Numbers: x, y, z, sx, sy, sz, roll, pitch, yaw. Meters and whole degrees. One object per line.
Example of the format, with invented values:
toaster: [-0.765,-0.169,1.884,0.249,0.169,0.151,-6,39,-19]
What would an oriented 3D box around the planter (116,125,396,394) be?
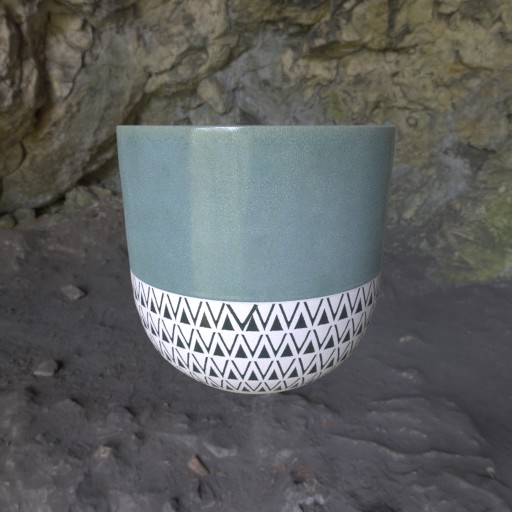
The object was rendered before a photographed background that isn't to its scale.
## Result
planter: [0.000,0.000,0.477,0.266,0.270,0.266,0,16,0]
